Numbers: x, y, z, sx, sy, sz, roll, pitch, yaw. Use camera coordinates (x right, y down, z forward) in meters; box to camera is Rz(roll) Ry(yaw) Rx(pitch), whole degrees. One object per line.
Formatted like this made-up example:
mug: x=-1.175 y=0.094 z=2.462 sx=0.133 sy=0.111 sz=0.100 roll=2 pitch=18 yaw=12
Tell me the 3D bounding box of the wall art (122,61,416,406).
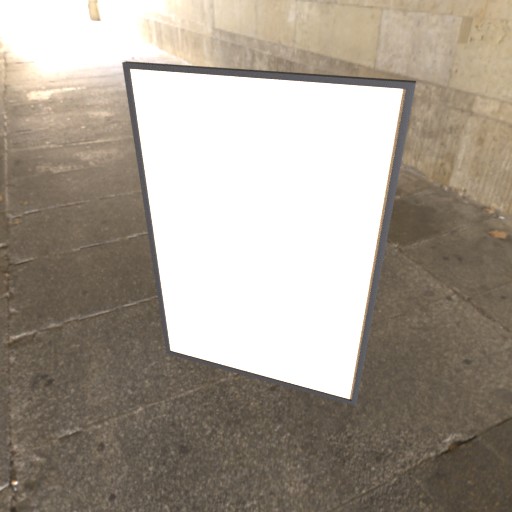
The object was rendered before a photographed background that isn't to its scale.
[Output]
wall art: x=0.000 y=0.000 z=0.839 sx=0.457 sy=0.657 sz=0.013 roll=11 pitch=34 yaw=16
